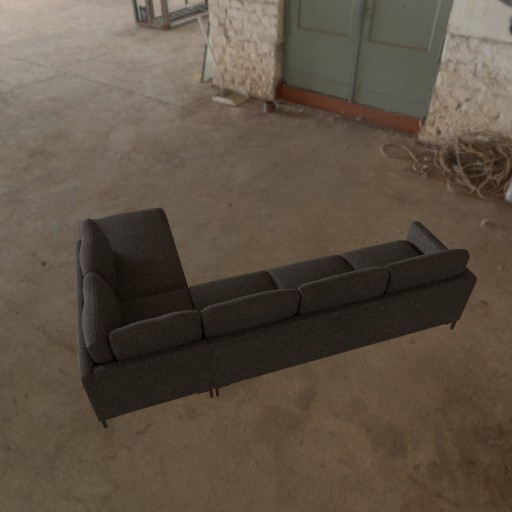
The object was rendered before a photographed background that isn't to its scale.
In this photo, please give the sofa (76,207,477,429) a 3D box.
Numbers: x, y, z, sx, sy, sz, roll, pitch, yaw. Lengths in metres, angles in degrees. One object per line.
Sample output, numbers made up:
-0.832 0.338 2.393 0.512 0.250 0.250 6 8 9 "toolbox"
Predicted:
0.000 0.000 3.862 2.949 0.815 2.007 -12 42 -14 "sofa"
